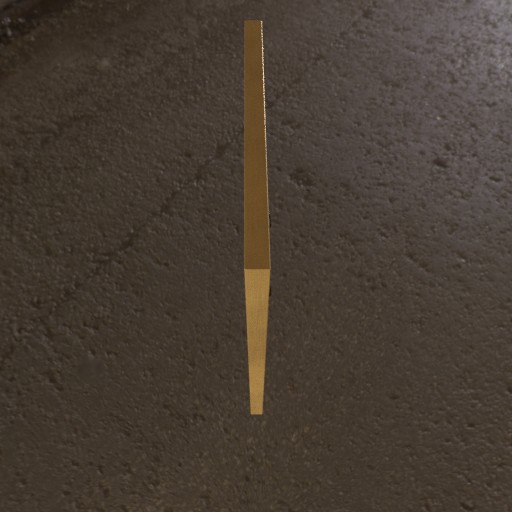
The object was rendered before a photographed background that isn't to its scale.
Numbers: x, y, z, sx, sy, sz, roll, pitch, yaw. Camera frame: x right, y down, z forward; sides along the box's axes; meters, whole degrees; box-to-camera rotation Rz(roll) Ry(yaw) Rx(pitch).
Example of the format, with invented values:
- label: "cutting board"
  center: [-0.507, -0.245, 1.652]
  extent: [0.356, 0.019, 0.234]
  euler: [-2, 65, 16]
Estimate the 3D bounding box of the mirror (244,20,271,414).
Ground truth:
- label: "mirror"
  center: [0.000, 0.000, 1.168]
  extent: [0.041, 0.915, 0.609]
  euler: [-1, 58, 0]
